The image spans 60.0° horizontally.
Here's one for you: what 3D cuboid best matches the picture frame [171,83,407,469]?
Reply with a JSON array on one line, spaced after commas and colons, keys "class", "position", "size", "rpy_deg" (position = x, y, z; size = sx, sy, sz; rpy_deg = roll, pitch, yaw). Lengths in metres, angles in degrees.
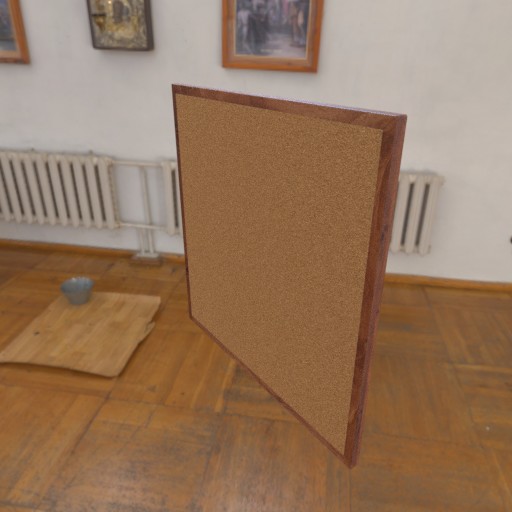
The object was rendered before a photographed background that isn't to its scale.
[{"class": "picture frame", "position": [0.000, 0.000, 1.189], "size": [0.029, 0.817, 0.810], "rpy_deg": [-17, 30, -32]}]
